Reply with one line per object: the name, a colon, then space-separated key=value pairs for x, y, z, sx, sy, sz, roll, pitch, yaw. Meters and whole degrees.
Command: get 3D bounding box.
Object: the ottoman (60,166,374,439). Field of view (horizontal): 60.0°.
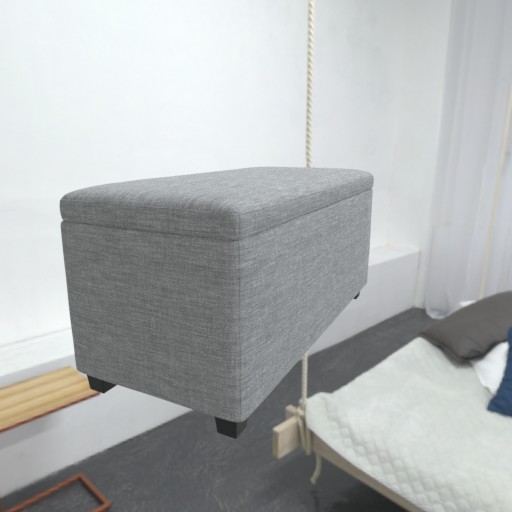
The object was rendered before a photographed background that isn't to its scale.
ottoman: x=0.000 y=0.000 z=1.168 sx=0.419 sy=0.432 sz=0.902 roll=7 pitch=16 yaw=26
